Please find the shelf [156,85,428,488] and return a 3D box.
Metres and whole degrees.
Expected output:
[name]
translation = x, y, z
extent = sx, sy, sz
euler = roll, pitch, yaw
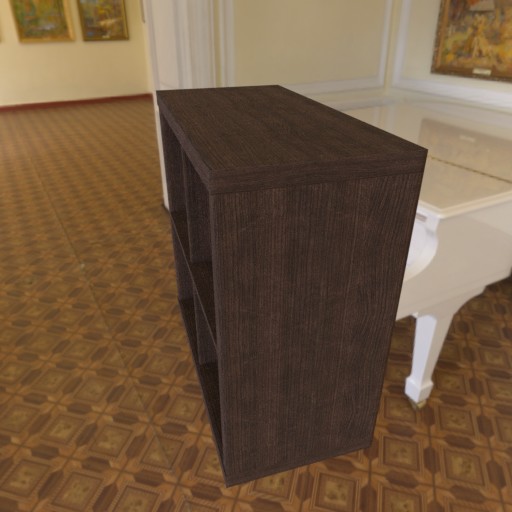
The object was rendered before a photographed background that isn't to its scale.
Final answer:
[shelf]
translation = 0.000, 0.000, 1.248
extent = 0.390, 0.786, 0.790
euler = -8, 30, -15
